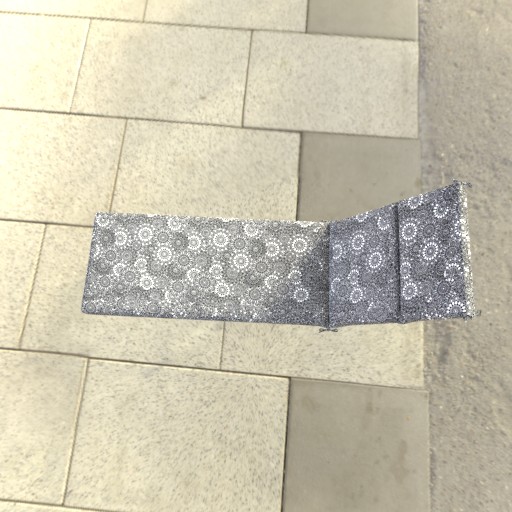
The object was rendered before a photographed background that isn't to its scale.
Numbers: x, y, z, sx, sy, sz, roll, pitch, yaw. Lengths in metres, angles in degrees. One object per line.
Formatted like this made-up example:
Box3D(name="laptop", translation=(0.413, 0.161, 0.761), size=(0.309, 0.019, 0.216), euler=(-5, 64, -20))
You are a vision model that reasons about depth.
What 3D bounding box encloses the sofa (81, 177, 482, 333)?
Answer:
Box3D(name="sofa", translation=(0.000, 0.000, 1.937), size=(1.663, 0.622, 0.582), euler=(3, 75, 1))
